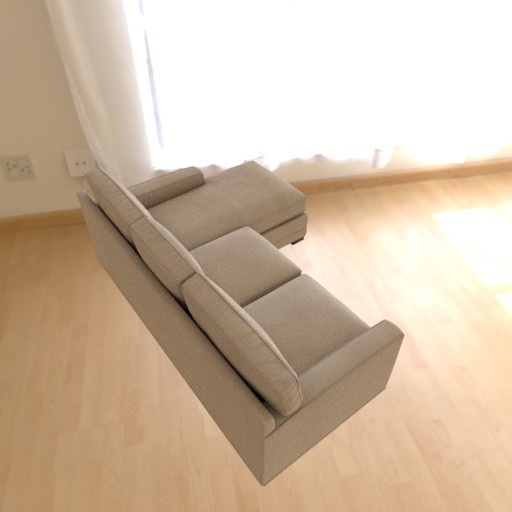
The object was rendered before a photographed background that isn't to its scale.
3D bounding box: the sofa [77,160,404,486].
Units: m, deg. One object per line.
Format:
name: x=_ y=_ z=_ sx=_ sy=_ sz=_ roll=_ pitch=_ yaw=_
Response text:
sofa: x=0.000 y=0.000 z=2.883 sx=1.496 sy=0.861 sz=2.087 roll=-27 pitch=49 yaw=-27
